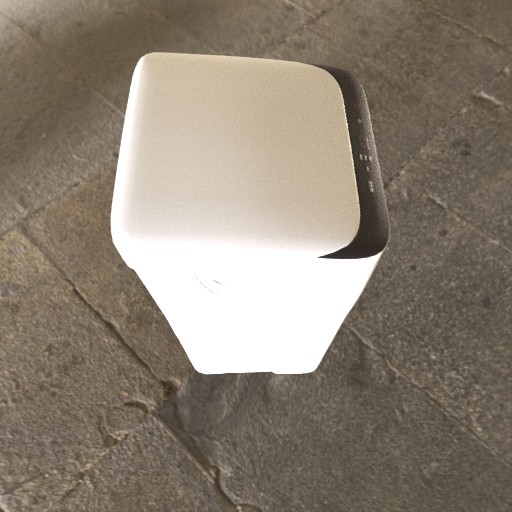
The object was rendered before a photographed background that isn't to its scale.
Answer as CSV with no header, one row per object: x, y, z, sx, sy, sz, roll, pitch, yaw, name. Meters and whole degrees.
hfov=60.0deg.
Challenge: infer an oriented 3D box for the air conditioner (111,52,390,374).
0.000,0.000,0.904,0.369,0.716,0.352,-1,62,-1,air conditioner
